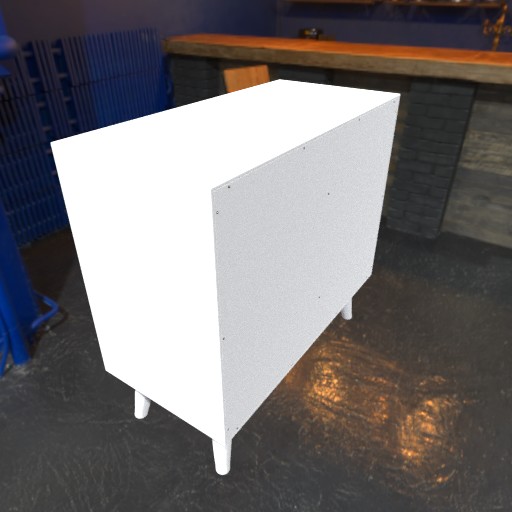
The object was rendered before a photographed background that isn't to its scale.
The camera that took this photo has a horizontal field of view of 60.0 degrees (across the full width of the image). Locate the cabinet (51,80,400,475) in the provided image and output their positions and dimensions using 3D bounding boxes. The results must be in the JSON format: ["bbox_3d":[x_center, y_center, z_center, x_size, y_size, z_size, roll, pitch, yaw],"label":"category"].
[{"bbox_3d":[0.000,0.000,1.209,0.398,0.761,0.800,20,36,29],"label":"cabinet"}]
